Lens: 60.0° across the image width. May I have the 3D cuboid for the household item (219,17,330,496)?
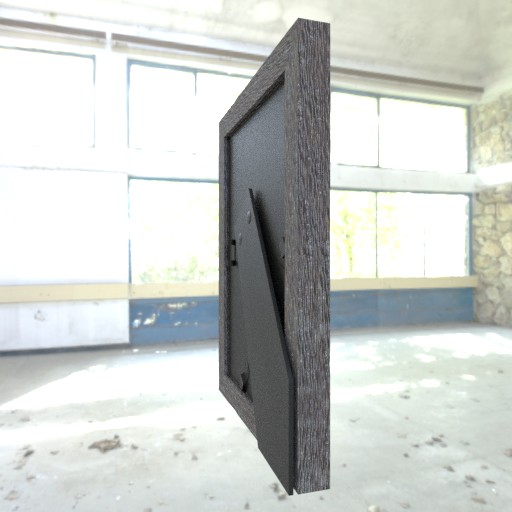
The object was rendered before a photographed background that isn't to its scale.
[{"bbox_3d":[0.000,0.000,0.273,0.020,0.210,0.160,0,0,-17],"label":"household item"}]
